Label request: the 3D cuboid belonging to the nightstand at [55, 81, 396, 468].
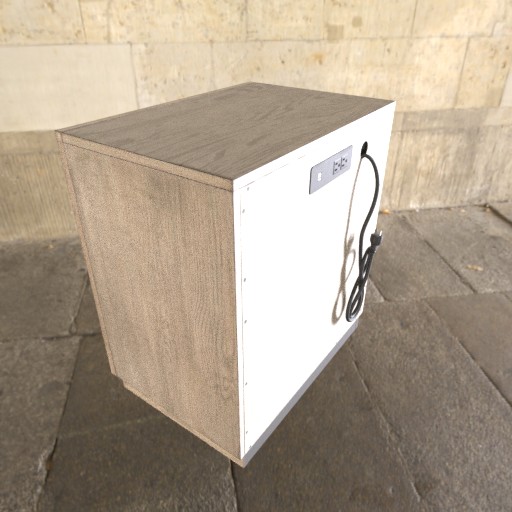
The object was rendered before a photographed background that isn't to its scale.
[{"bbox_3d":[0.000,0.000,1.085,0.483,0.673,0.612,21,37,30],"label":"nightstand"}]
